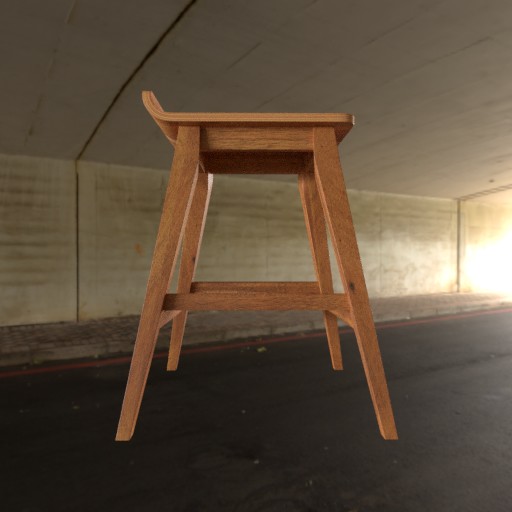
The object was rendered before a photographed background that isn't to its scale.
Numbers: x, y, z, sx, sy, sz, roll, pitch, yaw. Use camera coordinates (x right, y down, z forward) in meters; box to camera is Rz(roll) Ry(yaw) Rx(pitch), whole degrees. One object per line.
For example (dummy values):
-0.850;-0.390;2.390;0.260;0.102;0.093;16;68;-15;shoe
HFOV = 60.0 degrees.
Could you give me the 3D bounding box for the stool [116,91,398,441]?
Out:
0.000;0.000;1.033;0.500;0.650;0.500;0;0;-1;stool
